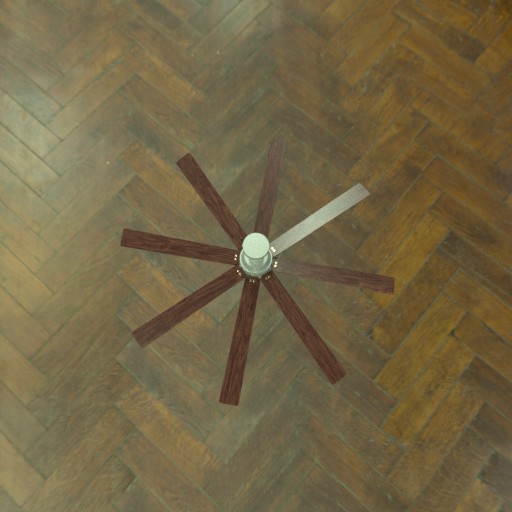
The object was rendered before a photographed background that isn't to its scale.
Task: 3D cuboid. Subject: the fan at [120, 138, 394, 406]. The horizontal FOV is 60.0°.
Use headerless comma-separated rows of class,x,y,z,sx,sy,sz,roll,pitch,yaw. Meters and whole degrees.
fan,0.000,0.000,2.798,1.830,0.472,1.830,-34,78,-8
